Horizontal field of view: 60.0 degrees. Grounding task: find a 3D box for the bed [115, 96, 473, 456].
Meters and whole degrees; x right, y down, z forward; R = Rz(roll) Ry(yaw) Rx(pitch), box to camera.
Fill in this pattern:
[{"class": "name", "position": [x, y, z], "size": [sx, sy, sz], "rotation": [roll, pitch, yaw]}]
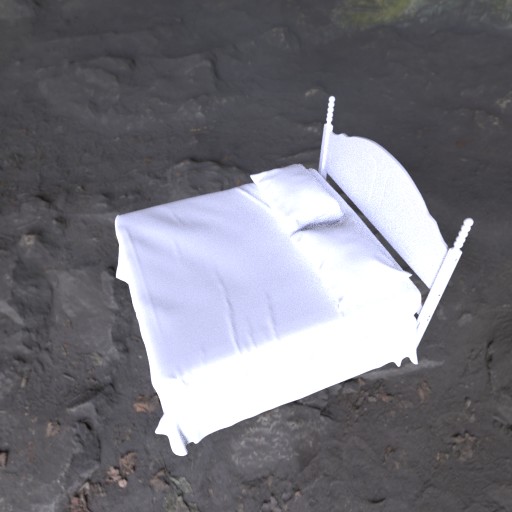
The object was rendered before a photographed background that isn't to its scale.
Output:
[{"class": "bed", "position": [0.000, 0.000, 3.245], "size": [2.040, 1.356, 1.873], "rotation": [-16, 48, -15]}]
